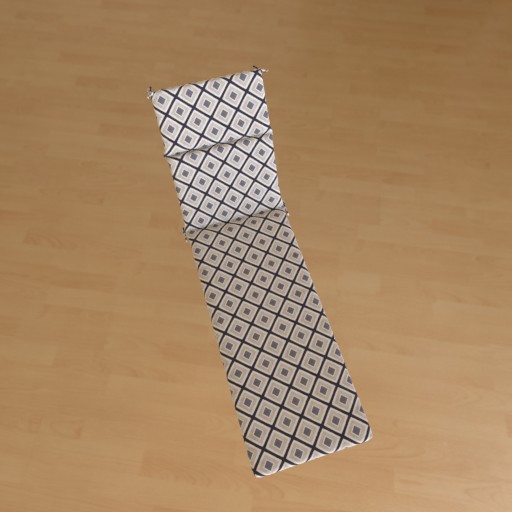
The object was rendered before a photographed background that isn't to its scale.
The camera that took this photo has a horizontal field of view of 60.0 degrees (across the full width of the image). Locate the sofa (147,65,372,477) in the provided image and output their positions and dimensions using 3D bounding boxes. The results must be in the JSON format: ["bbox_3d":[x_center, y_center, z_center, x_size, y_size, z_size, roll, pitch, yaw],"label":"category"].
[{"bbox_3d":[0.000,0.000,1.934,0.582,0.622,1.663,-15,64,-8],"label":"sofa"}]
